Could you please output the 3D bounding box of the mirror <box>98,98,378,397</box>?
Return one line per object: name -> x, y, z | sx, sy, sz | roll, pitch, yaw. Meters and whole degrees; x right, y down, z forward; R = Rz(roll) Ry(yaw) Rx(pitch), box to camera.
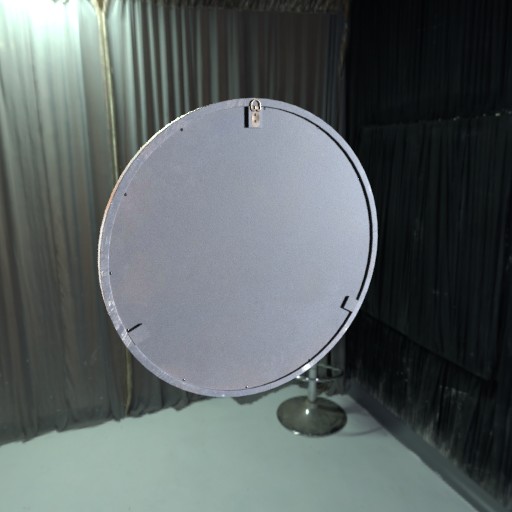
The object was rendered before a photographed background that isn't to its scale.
mirror -> 0.000, 0.000, 1.058 | 0.710, 0.710, 0.038 | -6, 15, -25
